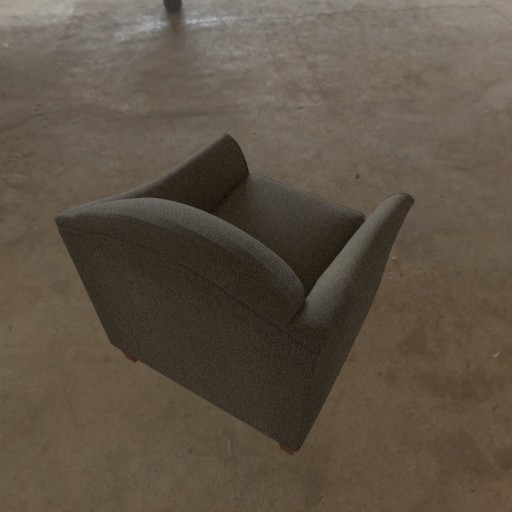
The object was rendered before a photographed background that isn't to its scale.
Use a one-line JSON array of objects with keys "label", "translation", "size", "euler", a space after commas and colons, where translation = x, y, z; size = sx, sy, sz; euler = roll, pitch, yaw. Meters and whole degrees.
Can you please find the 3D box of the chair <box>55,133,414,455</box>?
[{"label": "chair", "translation": [0.000, 0.000, 1.443], "size": [0.763, 0.839, 0.787], "euler": [23, 52, 20]}]
